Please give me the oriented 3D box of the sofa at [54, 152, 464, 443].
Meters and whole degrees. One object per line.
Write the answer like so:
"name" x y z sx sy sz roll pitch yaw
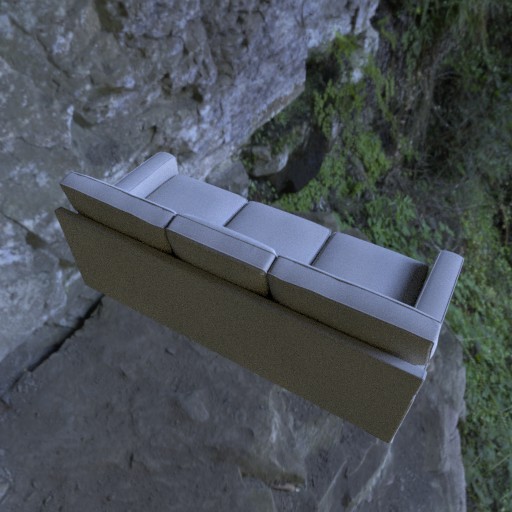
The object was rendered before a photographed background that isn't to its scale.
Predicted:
"sofa" 0.000 0.000 2.563 2.088 0.862 0.935 23 50 21
